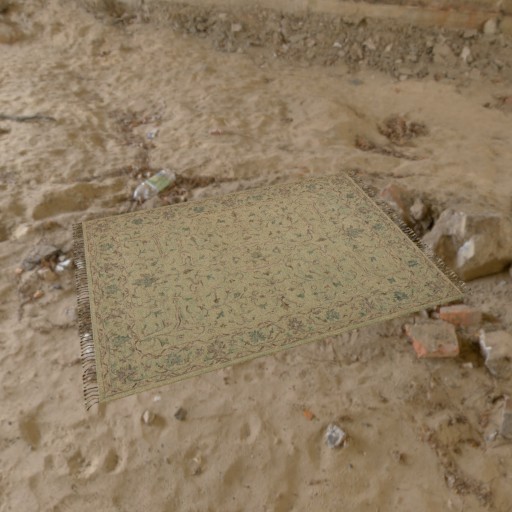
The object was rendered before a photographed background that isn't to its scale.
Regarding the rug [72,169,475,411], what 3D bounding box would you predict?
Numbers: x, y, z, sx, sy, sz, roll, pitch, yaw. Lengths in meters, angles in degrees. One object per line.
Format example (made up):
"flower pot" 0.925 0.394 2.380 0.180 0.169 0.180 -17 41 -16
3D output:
"rug" 0.000 0.000 2.329 1.802 0.008 1.247 -13 43 -14
